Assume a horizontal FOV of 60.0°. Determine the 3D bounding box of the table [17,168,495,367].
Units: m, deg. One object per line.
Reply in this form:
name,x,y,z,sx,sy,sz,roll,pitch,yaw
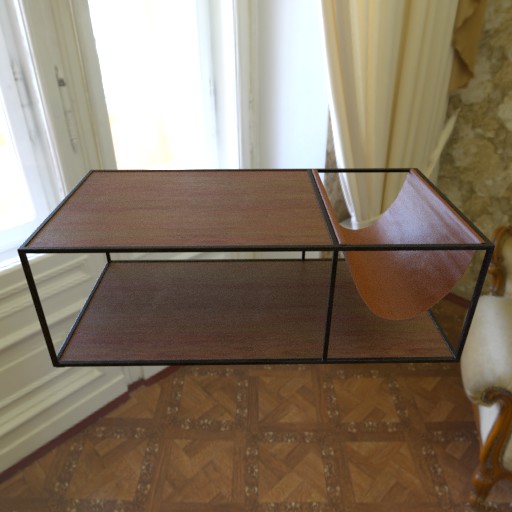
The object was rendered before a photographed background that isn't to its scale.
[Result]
table,0.000,0.000,1.468,1.199,0.403,0.597,0,30,-1
